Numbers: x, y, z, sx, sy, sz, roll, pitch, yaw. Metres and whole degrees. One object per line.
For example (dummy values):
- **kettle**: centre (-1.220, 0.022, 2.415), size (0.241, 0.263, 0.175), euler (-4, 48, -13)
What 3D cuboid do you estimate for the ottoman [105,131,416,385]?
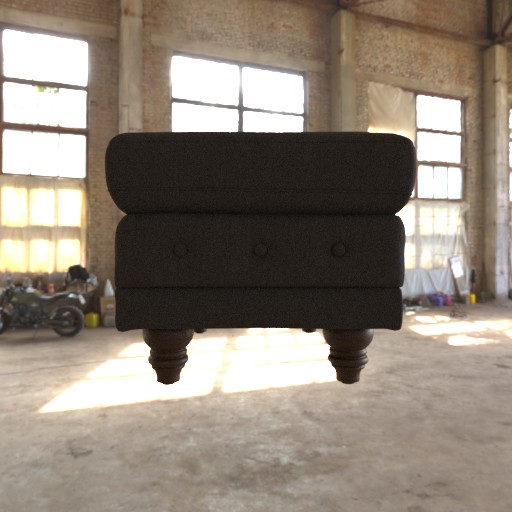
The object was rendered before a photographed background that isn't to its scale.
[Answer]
- **ottoman**: centre (0.000, 0.000, 1.157), size (0.569, 0.500, 0.771), euler (0, 0, -1)
